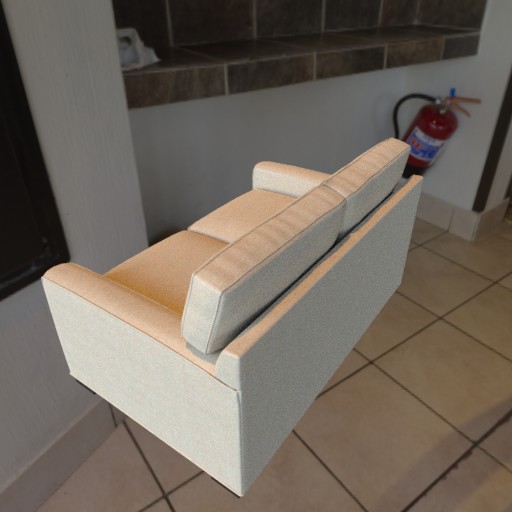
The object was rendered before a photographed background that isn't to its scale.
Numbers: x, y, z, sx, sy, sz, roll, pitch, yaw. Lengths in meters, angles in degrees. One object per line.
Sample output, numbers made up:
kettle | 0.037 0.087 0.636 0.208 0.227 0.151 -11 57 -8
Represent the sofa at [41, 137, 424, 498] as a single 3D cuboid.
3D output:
sofa | 0.000 0.000 1.982 0.942 0.853 1.484 21 38 29
